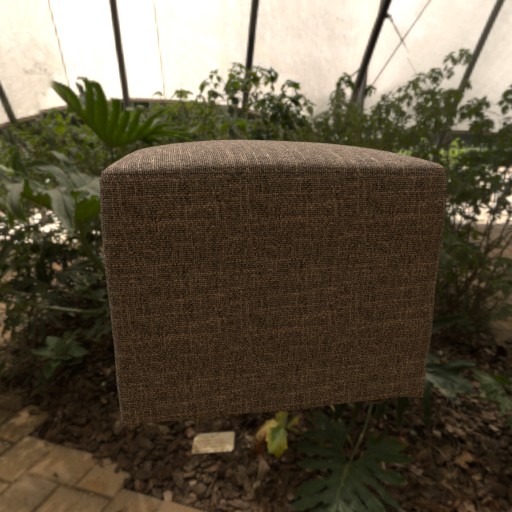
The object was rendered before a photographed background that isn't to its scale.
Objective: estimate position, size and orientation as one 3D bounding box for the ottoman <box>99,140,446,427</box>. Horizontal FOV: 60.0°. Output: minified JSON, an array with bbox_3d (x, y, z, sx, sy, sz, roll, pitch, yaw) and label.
[{"bbox_3d":[0.000,0.000,0.904,0.512,0.453,0.521,-3,16,-9],"label":"ottoman"}]
